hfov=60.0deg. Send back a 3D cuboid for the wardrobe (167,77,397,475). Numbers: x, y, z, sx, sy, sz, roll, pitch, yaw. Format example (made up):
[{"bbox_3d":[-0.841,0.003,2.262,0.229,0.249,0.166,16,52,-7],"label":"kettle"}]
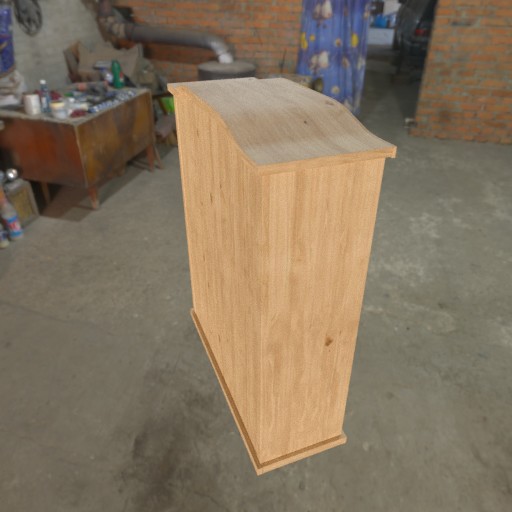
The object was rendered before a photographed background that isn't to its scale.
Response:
[{"bbox_3d":[0.000,0.000,2.641,0.570,1.870,1.500,-12,34,-18],"label":"wardrobe"}]
